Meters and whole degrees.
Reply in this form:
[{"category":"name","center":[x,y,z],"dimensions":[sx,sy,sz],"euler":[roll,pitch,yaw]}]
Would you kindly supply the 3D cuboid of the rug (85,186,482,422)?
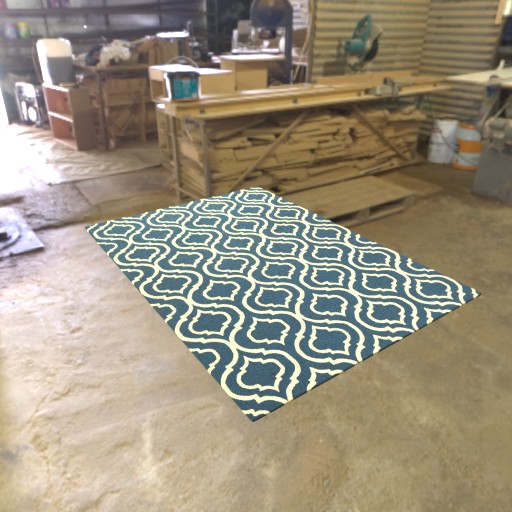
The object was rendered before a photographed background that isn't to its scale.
[{"category":"rug","center":[0.000,0.000,2.803],"dimensions":[1.524,0.010,2.134],"euler":[-18,33,-30]}]
